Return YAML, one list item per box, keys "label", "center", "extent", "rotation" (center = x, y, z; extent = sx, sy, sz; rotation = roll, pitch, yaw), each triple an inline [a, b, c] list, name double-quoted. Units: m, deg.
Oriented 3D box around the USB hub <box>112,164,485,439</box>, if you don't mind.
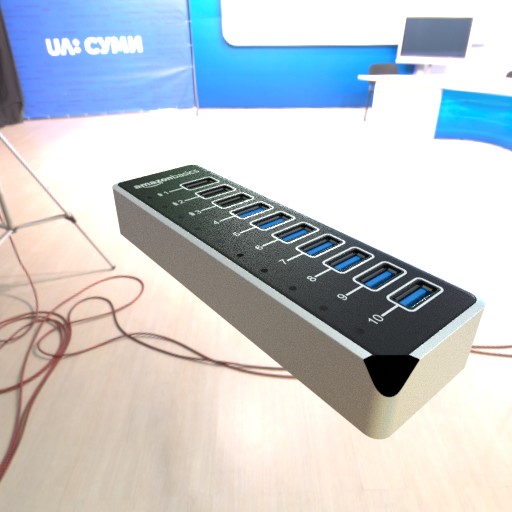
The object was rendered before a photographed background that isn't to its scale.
- label: "USB hub"
  center: [0.000, 0.000, 0.160]
  extent: [0.044, 0.023, 0.145]
  rotation: [-23, 38, -33]
